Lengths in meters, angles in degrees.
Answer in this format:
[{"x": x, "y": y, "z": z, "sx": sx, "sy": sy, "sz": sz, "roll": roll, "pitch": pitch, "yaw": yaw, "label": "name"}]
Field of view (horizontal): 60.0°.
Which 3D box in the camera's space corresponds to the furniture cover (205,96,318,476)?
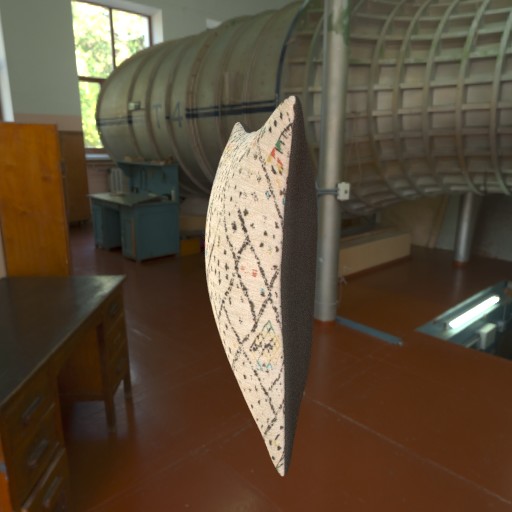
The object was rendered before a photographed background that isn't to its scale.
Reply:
[{"x": 0.000, "y": 0.000, "z": 0.801, "sx": 0.180, "sy": 0.498, "sz": 0.525, "roll": -2, "pitch": 14, "yaw": -9, "label": "furniture cover"}]
